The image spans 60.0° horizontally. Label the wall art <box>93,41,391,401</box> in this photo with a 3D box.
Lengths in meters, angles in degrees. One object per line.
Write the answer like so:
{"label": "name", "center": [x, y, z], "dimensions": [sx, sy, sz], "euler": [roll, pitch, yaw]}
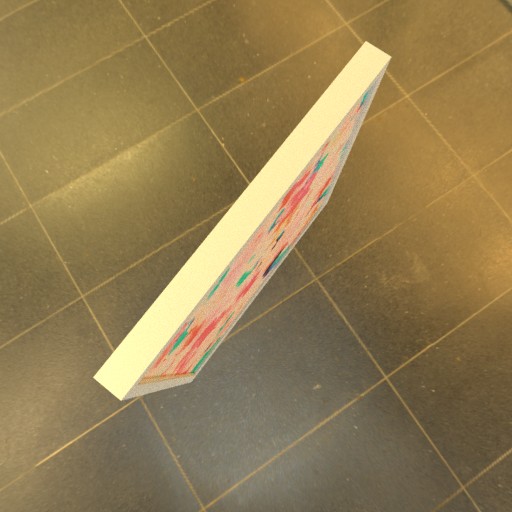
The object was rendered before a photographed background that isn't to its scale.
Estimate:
{"label": "wall art", "center": [0.000, 0.000, 0.747], "dimensions": [0.038, 0.505, 0.506], "euler": [36, 79, 8]}
